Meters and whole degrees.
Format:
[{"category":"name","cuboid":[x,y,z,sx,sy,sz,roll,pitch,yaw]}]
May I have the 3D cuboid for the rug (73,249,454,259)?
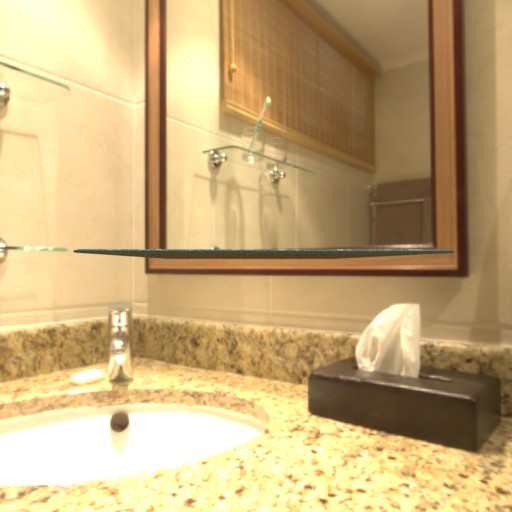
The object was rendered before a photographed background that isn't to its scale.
[{"category":"rug","cuboid":[0.000,0.000,2.319,1.211,0.012,1.833,0,-1,-2]}]
